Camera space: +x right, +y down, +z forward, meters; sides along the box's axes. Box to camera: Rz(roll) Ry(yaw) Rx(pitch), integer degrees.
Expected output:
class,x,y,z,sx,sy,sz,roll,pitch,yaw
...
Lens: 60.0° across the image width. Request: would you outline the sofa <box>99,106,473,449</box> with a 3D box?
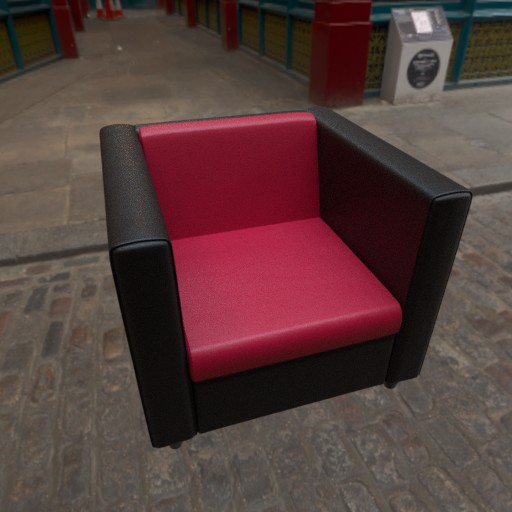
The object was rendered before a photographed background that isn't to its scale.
class,x,y,z,sx,sy,sz,roll,pitch,yaw
sofa,0.000,0.000,1.434,0.839,0.724,0.809,-10,34,-15
